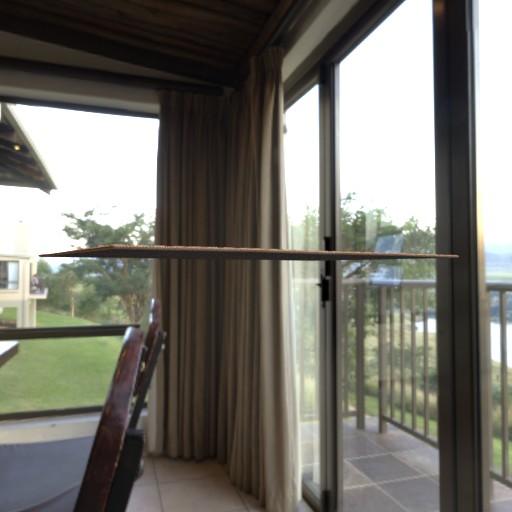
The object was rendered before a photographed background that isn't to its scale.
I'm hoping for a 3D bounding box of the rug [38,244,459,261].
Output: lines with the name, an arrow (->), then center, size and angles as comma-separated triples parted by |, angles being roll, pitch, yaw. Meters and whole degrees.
rug -> 0.000, 0.000, 3.030 | 2.464, 0.023, 1.521 | 1, -2, -36
